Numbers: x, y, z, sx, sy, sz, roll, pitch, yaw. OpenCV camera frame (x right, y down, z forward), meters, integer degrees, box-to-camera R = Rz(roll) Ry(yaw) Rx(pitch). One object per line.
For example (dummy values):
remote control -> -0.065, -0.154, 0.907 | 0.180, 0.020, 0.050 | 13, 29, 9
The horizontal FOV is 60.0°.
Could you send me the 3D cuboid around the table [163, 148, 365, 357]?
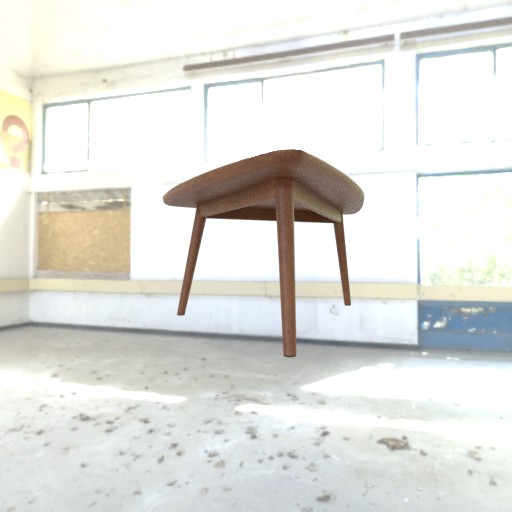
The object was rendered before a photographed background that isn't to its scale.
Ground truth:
table -> 0.000, 0.000, 1.292 | 0.601, 0.365, 1.008 | 0, 0, 19
